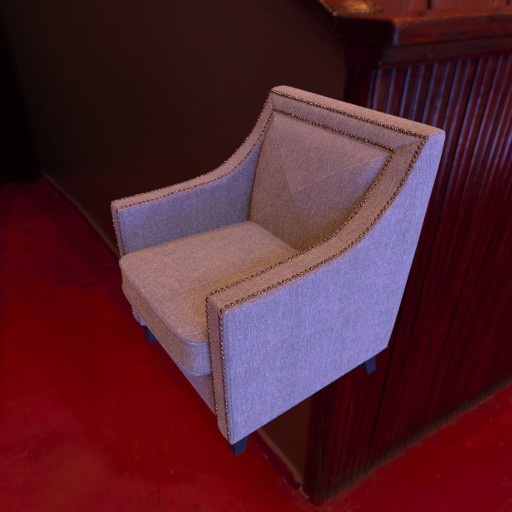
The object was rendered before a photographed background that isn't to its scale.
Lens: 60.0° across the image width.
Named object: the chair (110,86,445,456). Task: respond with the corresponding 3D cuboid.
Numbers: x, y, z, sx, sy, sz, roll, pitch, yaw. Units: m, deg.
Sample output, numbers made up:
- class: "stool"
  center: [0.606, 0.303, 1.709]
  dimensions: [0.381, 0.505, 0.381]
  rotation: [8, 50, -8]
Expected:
- class: "chair"
  center: [0.000, 0.000, 1.615]
  dimensions: [0.884, 0.967, 0.776]
  rotation: [-21, 38, -30]
